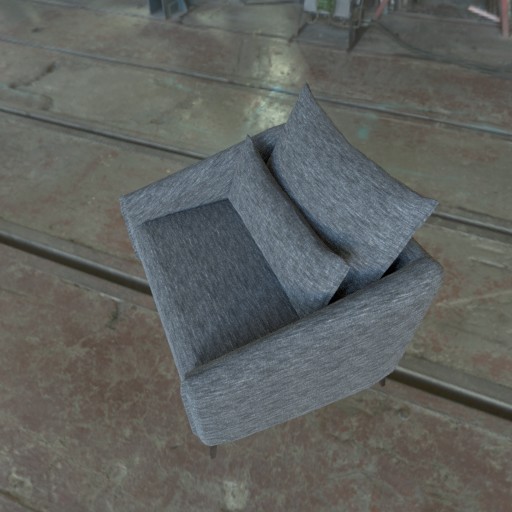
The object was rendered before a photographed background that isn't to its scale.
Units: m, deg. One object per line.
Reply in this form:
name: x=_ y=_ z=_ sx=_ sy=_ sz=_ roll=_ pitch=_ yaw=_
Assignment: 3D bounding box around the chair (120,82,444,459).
chair: x=0.000 y=0.000 z=1.611 sx=0.805 sy=0.842 sz=1.004 roll=-17 pitch=49 yaw=-16
